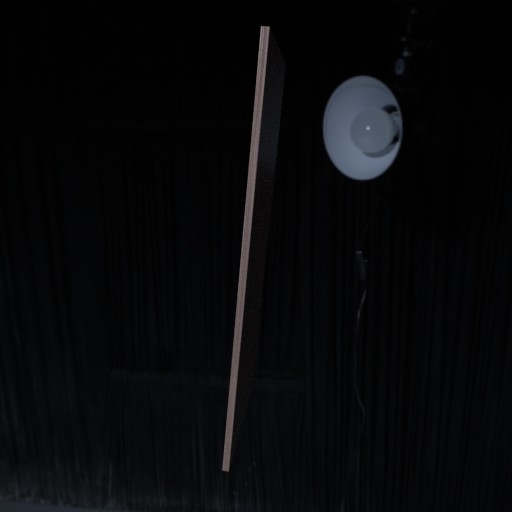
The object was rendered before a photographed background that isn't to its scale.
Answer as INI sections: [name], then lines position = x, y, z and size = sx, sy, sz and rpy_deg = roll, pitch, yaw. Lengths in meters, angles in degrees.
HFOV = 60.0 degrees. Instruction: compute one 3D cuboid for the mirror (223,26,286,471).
[mirror]
position = 0.000, 0.000, 2.341
size = 0.221, 2.020, 0.812
rpy_deg = 2, 14, 8
